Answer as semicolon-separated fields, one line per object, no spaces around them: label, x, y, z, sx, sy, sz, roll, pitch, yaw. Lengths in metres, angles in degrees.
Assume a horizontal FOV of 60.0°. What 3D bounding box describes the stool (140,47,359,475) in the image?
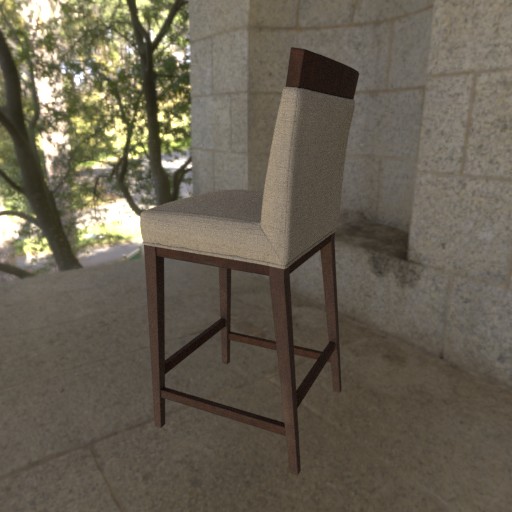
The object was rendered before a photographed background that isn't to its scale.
stool;0.000;0.000;1.409;0.531;1.117;0.511;8;18;24
